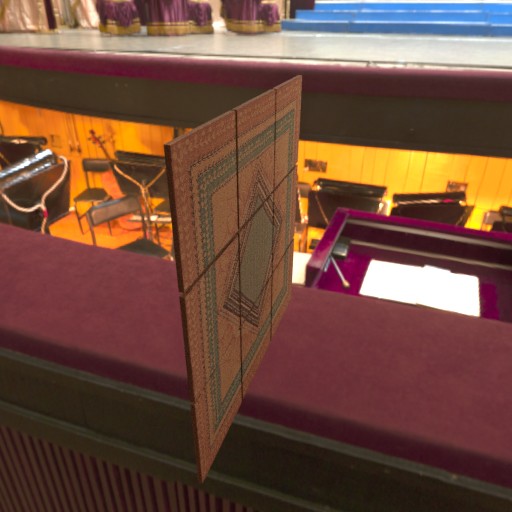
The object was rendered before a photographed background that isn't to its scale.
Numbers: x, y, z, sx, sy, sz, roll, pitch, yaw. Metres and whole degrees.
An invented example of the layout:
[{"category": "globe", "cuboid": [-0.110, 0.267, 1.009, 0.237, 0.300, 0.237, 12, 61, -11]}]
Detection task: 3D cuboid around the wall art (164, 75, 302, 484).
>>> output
[{"category": "wall art", "cuboid": [0.000, 0.000, 1.344, 0.013, 0.914, 0.915, 10, 31, 17]}]
